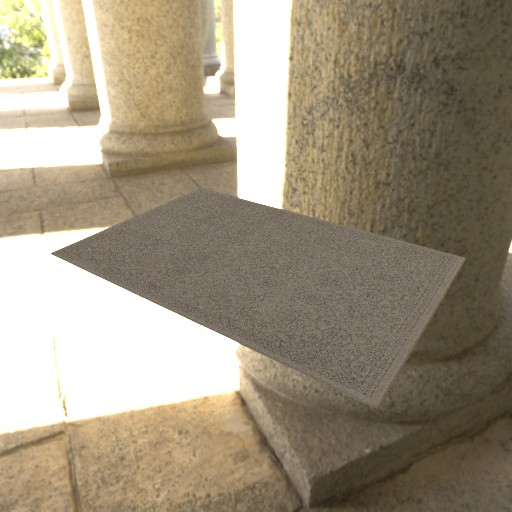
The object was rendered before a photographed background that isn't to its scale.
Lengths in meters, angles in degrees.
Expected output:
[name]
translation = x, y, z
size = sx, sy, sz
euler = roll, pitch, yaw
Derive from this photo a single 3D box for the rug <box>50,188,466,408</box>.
[rug]
translation = 0.000, 0.000, 2.918
size = 2.286, 0.011, 1.524
euler = 19, 34, 30
